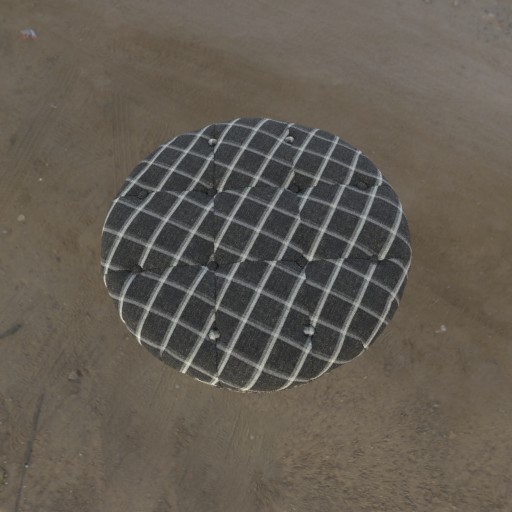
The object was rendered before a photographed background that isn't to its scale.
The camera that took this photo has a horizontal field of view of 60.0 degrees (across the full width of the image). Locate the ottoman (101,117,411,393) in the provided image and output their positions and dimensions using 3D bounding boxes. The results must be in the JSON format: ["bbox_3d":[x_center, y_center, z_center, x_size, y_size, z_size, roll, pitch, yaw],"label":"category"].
[{"bbox_3d":[0.000,0.000,1.434,0.901,0.439,0.901,0,64,0],"label":"ottoman"}]
